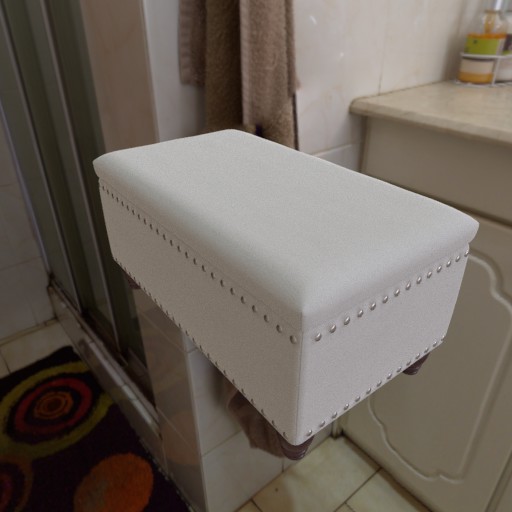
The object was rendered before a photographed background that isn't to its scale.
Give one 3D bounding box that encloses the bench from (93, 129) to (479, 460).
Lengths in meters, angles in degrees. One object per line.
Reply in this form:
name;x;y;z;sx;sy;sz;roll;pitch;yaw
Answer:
bench;0.000;0.000;1.186;0.500;0.449;0.887;-21;37;-32
